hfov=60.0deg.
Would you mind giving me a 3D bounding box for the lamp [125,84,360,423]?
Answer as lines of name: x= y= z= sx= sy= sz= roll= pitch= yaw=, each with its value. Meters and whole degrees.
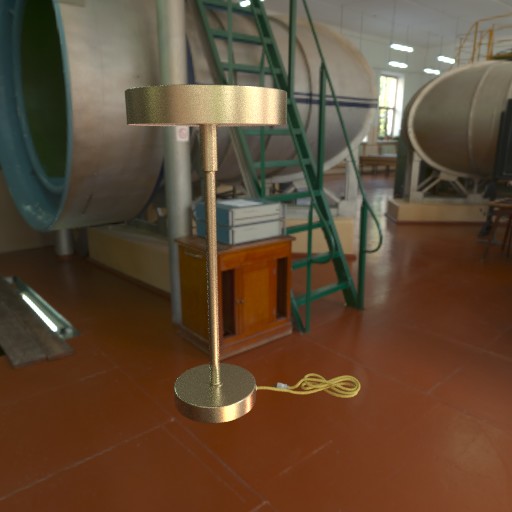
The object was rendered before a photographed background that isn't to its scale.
lamp: x=0.000 y=0.000 z=0.710 sx=0.369 sy=0.508 sz=0.229 roll=-2 pitch=15 yaw=-6
